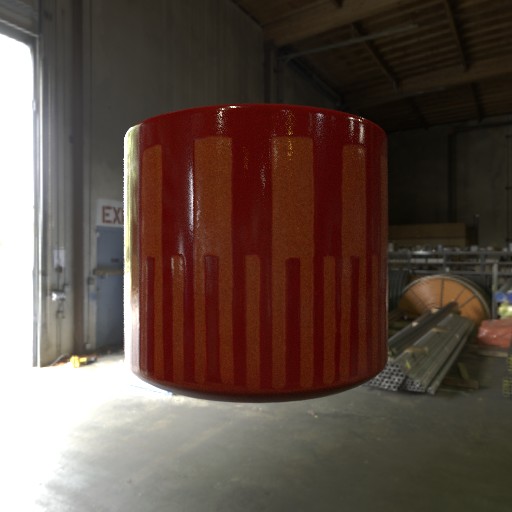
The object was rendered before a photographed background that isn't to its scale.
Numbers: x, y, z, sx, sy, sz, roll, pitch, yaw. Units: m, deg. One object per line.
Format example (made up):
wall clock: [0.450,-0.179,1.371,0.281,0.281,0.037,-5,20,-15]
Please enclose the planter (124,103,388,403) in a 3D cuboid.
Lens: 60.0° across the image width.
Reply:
planter: [0.000,0.000,0.403,0.230,0.202,0.230,0,0,0]
